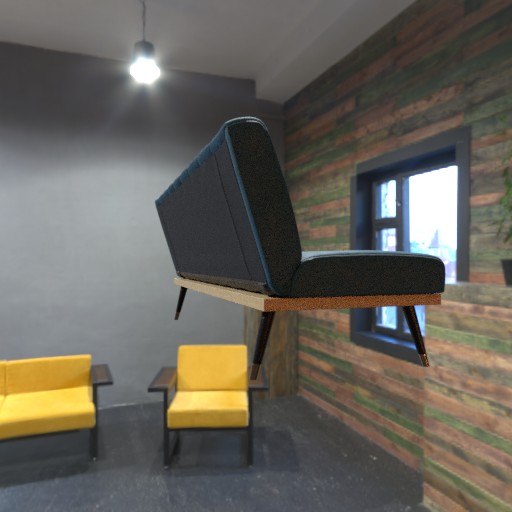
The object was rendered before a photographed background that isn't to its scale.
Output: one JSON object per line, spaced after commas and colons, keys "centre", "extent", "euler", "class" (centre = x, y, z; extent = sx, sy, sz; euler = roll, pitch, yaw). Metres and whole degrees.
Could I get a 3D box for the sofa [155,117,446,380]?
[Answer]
{"centre": [0.000, 0.000, 2.284], "extent": [0.830, 0.825, 1.810], "euler": [0, -1, -19], "class": "sofa"}
